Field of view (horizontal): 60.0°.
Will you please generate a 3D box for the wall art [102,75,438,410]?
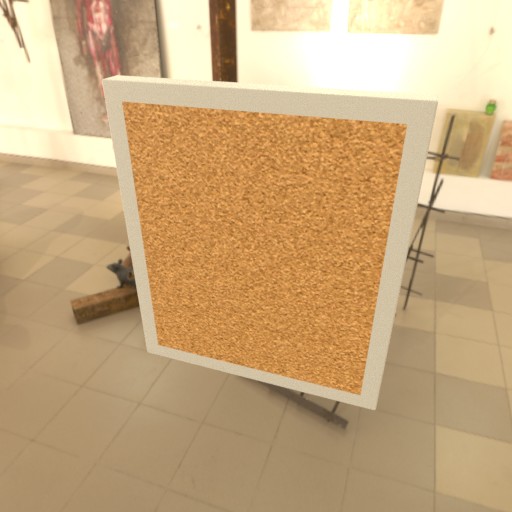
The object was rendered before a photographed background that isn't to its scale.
[{"bbox_3d":[0.000,0.000,0.524,0.331,0.381,0.028,10,32,16],"label":"wall art"}]
